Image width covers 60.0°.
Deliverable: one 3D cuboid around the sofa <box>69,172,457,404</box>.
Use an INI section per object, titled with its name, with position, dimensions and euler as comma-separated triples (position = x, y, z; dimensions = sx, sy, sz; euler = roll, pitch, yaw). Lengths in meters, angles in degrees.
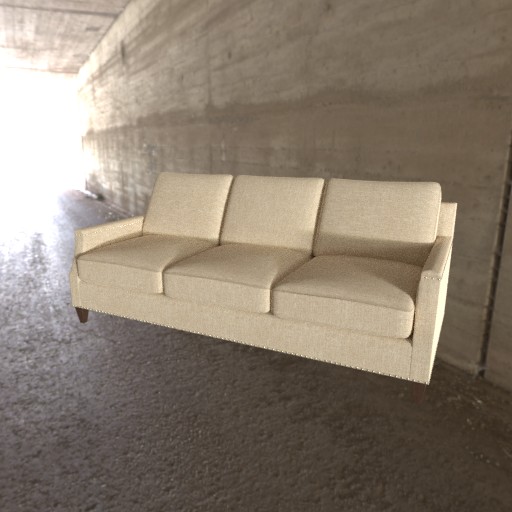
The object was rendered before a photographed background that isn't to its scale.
[sofa]
position = 0.000, 0.000, 2.787
dimensions = 2.210, 0.940, 1.041
euler = 7, 16, 25
